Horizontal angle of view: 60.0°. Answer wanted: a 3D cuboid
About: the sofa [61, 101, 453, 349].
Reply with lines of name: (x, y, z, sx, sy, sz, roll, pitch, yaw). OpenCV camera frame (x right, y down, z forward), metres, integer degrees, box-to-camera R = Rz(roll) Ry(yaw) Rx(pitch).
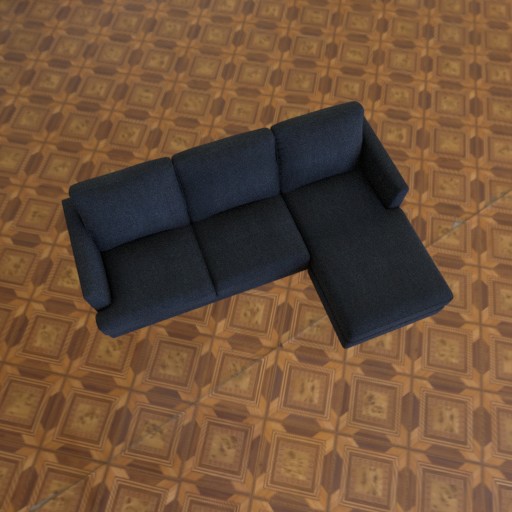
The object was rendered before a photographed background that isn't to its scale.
sofa: (0.000, 0.000, 3.006, 2.233, 0.956, 1.504, -19, 66, -9)
